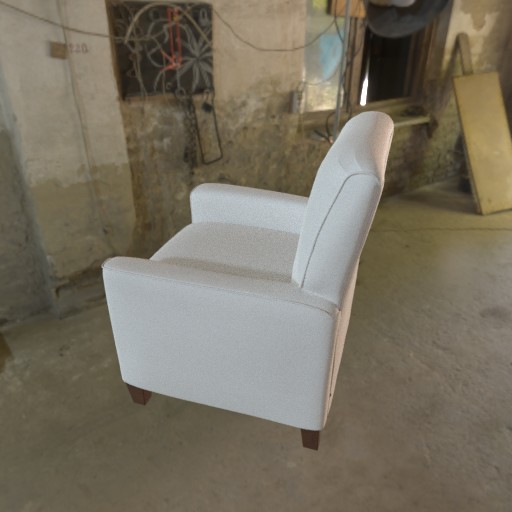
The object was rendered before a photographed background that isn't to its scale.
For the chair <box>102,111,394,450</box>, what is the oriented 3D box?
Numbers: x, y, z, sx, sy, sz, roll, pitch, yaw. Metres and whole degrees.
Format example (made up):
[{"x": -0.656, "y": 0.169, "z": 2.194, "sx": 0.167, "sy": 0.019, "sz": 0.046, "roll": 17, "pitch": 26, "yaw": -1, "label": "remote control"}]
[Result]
[{"x": 0.000, "y": 0.000, "z": 1.676, "sx": 0.858, "sy": 1.028, "sz": 0.841, "roll": 9, "pitch": 30, "yaw": 15, "label": "chair"}]
